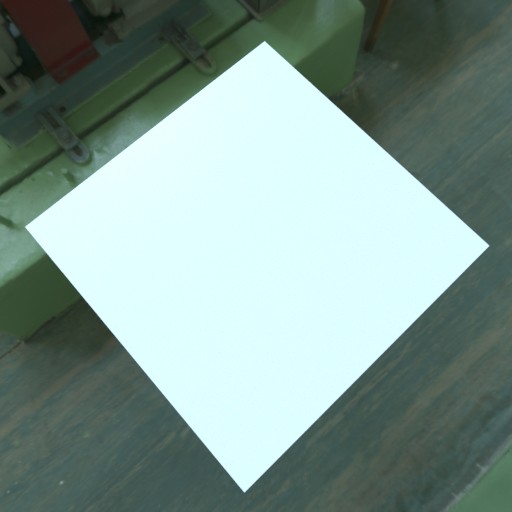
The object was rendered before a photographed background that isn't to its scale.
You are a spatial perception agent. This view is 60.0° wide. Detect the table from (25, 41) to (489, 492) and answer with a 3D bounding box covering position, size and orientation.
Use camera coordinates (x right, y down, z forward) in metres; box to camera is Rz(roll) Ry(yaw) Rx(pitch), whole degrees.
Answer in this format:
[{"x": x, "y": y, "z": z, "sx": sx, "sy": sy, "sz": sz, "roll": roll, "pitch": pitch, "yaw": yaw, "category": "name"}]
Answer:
[{"x": 0.000, "y": 0.000, "z": 1.053, "sx": 0.670, "sy": 0.305, "sz": 0.670, "roll": -42, "pitch": 79, "yaw": -10, "category": "table"}]
